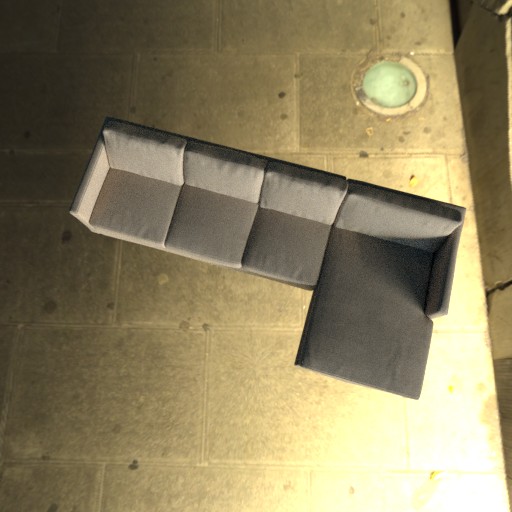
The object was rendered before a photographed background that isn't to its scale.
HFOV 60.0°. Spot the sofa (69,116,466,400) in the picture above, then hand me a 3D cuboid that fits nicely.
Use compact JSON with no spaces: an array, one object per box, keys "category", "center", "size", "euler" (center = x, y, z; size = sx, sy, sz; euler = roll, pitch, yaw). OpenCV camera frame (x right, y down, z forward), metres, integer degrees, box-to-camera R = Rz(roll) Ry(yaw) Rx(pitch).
[{"category":"sofa","center":[0.000,0.000,3.823],"size":[3.186,0.846,1.625],"euler":[15,77,4]}]
